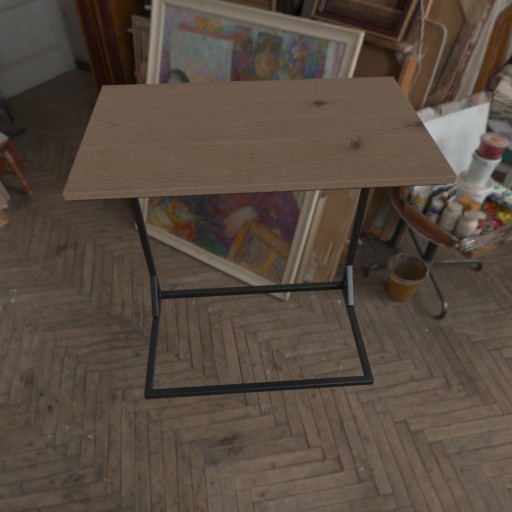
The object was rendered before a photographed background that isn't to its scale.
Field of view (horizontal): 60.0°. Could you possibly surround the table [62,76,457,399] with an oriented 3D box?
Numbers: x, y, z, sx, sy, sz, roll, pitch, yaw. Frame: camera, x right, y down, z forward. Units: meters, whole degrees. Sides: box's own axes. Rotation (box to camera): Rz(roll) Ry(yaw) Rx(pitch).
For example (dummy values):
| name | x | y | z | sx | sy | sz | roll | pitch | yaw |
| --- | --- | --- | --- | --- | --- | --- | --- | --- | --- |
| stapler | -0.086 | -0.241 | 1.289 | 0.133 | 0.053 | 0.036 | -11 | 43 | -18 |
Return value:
| name | x | y | z | sx | sy | sz | roll | pitch | yaw |
| --- | --- | --- | --- | --- | --- | --- | --- | --- | --- |
| table | 0.000 | 0.000 | 1.030 | 0.597 | 0.673 | 0.351 | -3 | 46 | -3 |
